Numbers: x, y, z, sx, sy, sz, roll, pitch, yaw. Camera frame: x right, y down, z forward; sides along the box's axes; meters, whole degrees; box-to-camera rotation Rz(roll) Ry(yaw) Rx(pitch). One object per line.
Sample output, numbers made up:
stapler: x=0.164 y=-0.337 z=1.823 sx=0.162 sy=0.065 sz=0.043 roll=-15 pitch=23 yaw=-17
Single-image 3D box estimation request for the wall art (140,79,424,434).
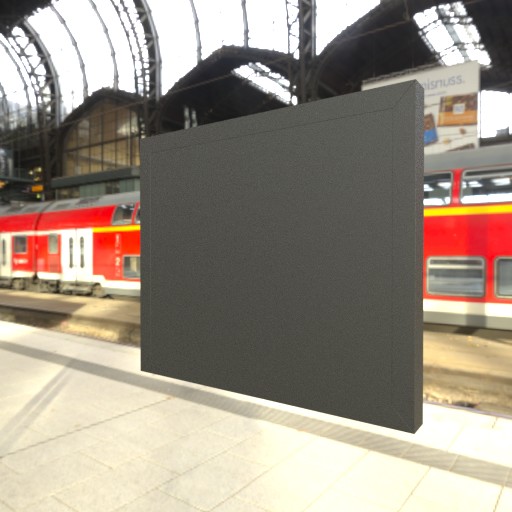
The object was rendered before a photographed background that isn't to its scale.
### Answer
wall art: x=0.000 y=0.000 z=0.532 sx=0.381 sy=0.330 sz=0.029 roll=0 pitch=1 yaw=35
